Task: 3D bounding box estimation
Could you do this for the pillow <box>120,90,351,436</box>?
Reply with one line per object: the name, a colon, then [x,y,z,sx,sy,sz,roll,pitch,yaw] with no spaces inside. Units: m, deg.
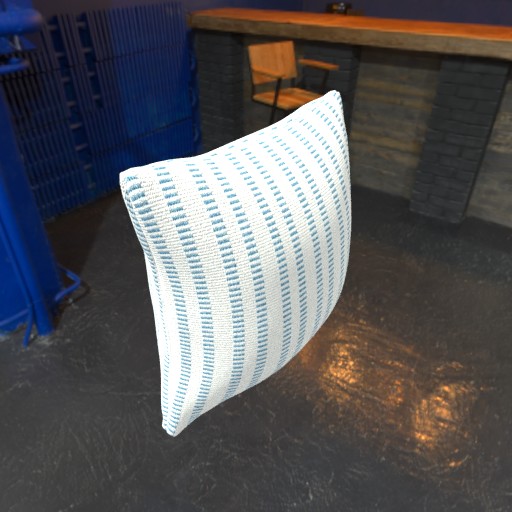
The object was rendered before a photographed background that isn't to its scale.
pillow: [0.000,0.000,0.689,0.247,0.419,0.438,23,40,31]
